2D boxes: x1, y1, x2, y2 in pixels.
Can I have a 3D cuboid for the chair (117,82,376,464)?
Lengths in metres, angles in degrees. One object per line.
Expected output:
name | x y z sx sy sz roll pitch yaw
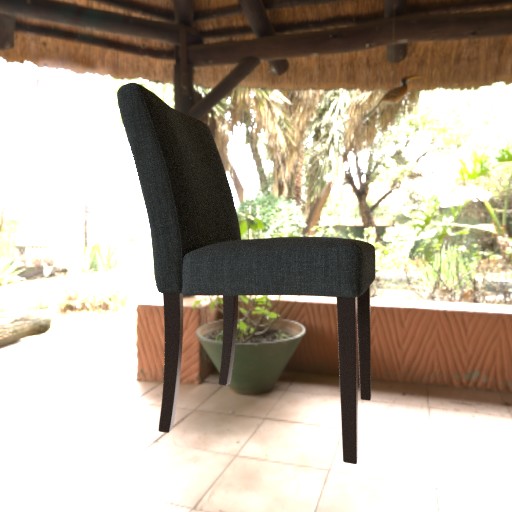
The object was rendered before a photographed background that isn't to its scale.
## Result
chair | 0.000 0.000 1.242 0.629 0.884 0.487 1 2 18
